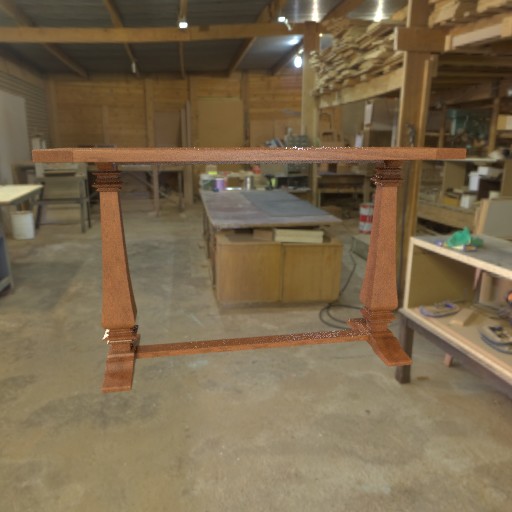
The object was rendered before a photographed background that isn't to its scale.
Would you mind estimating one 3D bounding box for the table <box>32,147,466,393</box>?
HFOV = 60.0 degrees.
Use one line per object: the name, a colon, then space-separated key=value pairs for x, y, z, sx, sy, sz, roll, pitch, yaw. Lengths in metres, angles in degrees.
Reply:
table: x=0.000 y=0.000 z=1.804 sx=1.478 sy=0.852 sz=0.461 roll=-3 pitch=15 yaw=-10
